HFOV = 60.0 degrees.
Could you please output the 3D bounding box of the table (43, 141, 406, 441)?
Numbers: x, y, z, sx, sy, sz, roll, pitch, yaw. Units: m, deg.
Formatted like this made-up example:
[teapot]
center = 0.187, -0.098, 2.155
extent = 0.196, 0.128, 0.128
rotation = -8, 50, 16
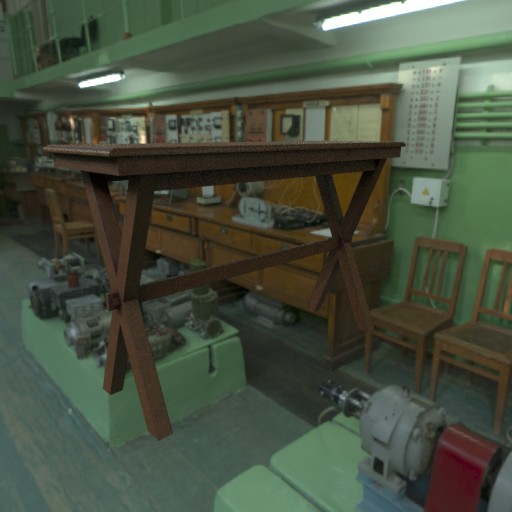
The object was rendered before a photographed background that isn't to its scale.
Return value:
[table]
center = 0.000, 0.000, 1.546
extent = 1.197, 0.763, 0.399
rotation = -14, 21, -41
